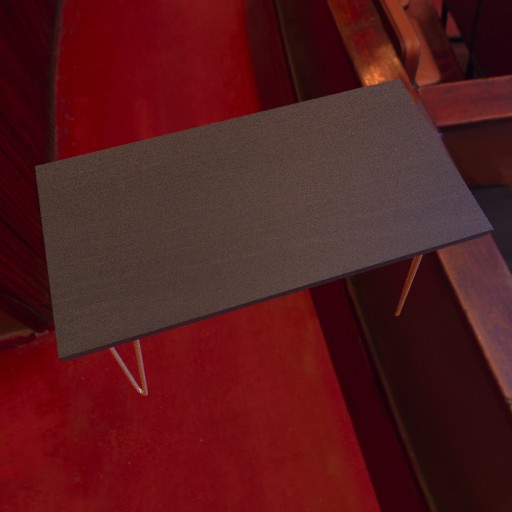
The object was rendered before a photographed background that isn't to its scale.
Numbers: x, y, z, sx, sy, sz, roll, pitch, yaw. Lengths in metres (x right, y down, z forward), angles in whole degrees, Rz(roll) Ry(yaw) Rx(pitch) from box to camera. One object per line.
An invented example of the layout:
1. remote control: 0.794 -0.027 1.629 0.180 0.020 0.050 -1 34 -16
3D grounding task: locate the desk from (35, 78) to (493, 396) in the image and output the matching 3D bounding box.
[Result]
1. desk: 0.000 0.000 1.357 0.991 0.660 0.499 -16 66 -7
